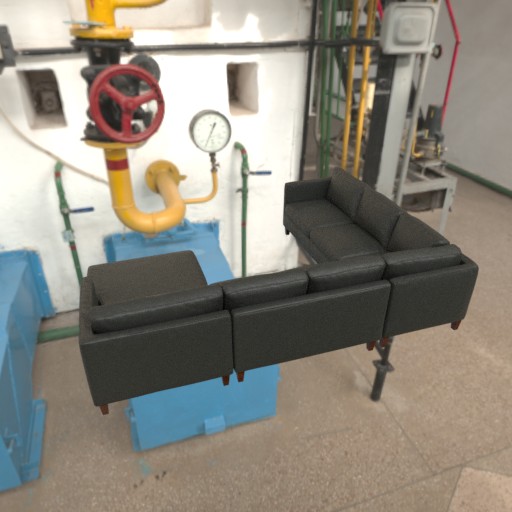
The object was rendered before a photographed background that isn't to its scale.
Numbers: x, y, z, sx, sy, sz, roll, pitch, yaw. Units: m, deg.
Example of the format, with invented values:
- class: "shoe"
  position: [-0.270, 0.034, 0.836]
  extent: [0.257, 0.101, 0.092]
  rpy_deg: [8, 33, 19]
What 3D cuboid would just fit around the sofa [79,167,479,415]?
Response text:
- class: "sofa"
  position: [0.000, 0.000, 4.709]
  extent: [3.460, 0.923, 2.593]
  rpy_deg: [-9, 31, -16]
